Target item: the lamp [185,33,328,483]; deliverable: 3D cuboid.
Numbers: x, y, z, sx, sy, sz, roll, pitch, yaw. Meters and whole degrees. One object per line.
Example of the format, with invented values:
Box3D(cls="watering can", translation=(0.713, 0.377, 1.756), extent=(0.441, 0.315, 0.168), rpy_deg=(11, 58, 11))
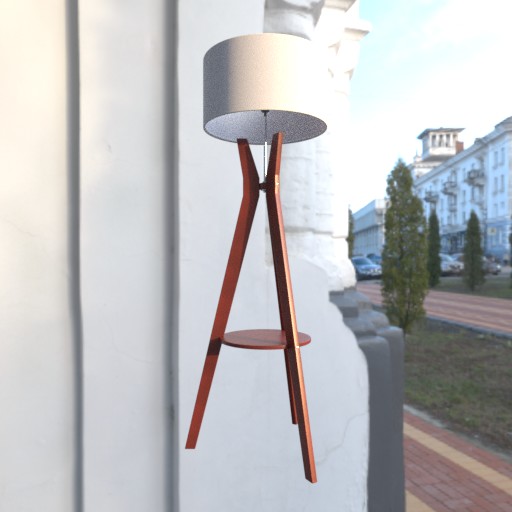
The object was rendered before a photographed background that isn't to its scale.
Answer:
Box3D(cls="lamp", translation=(0.000, 0.000, 1.699), extent=(0.542, 1.472, 0.539), rpy_deg=(0, 0, -1))
